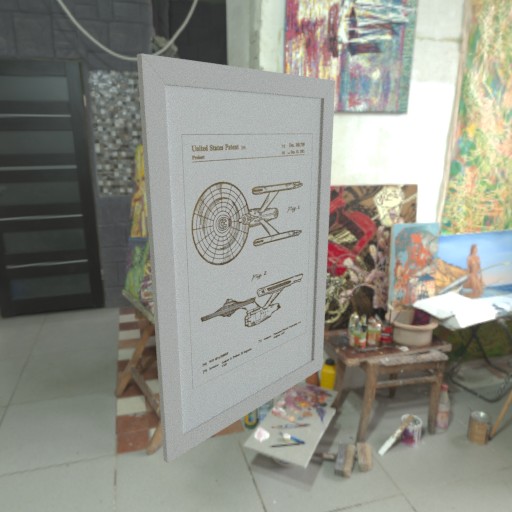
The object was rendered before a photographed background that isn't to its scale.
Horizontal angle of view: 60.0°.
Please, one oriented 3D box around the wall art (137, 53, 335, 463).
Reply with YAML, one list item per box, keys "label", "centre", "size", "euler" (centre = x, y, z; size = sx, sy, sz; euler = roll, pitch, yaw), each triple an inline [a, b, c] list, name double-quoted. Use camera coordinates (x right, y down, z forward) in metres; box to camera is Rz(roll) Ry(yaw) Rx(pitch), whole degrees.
- label: "wall art"
  centre: [0.000, 0.000, 0.845]
  size: [0.011, 0.659, 0.454]
  euler: [15, 21, 42]
